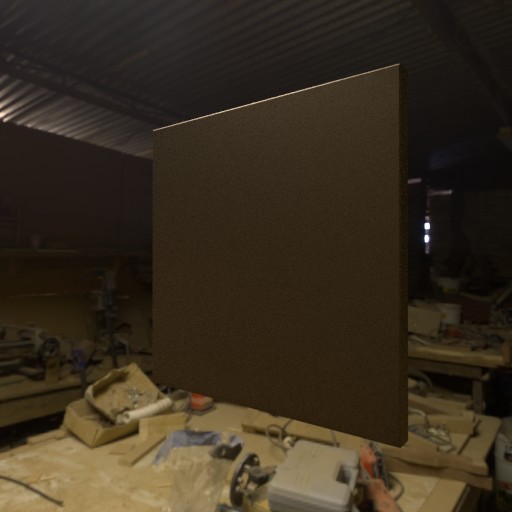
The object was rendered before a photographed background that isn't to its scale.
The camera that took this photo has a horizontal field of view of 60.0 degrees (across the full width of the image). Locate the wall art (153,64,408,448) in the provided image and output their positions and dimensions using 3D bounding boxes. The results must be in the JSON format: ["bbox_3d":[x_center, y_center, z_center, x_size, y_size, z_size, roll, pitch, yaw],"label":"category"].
[{"bbox_3d":[0.000,0.000,0.748,0.503,0.506,0.030,0,0,38],"label":"wall art"}]
